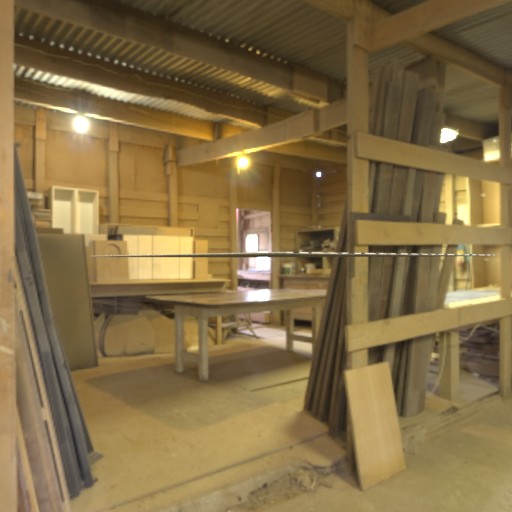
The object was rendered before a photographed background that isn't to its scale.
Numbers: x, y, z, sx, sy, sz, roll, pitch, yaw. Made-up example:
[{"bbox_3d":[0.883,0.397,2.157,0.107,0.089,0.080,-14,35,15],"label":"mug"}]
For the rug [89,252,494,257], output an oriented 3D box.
[{"bbox_3d":[0.000,0.000,2.997,1.523,0.008,2.438,0,-1,-36],"label":"rug"}]
